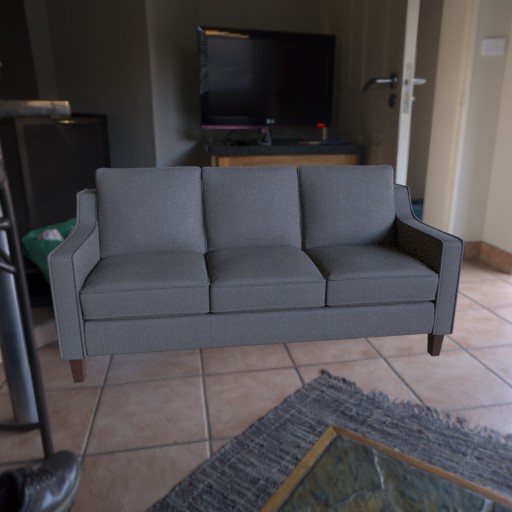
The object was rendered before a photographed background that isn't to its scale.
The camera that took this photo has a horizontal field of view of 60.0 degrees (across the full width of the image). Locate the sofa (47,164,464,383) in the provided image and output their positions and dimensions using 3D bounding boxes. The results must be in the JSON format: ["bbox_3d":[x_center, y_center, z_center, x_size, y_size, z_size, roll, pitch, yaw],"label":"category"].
[{"bbox_3d":[0.000,0.000,2.532,1.986,0.974,0.911,-2,17,-8],"label":"sofa"}]
